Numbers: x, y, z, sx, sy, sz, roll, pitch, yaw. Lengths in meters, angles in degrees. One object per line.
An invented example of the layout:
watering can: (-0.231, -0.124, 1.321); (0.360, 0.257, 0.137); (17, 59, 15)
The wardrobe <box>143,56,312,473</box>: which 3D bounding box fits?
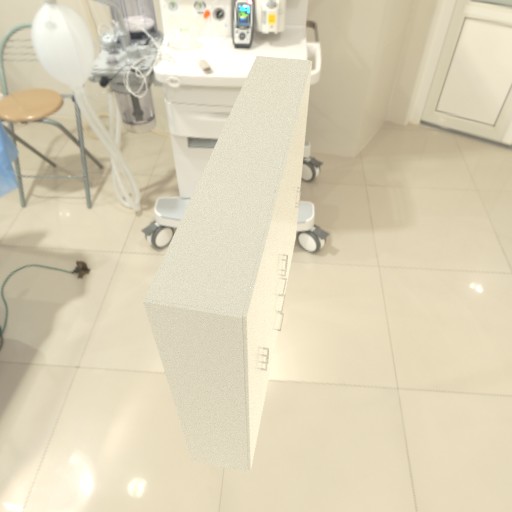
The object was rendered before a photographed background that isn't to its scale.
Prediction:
wardrobe: (0.000, 0.000, 4.079); (0.580, 2.360, 3.000); (8, 48, 8)
